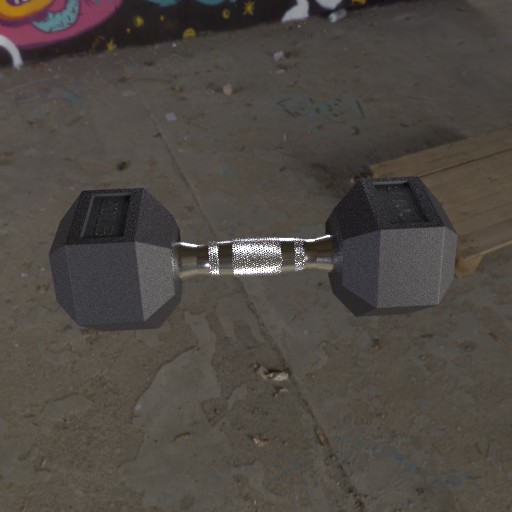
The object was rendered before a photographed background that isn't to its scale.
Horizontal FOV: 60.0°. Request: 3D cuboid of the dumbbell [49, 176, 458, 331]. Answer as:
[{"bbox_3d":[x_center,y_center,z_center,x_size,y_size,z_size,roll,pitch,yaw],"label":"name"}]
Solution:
[{"bbox_3d":[0.000,0.000,0.355,0.297,0.101,0.116,-3,46,-3],"label":"dumbbell"}]
